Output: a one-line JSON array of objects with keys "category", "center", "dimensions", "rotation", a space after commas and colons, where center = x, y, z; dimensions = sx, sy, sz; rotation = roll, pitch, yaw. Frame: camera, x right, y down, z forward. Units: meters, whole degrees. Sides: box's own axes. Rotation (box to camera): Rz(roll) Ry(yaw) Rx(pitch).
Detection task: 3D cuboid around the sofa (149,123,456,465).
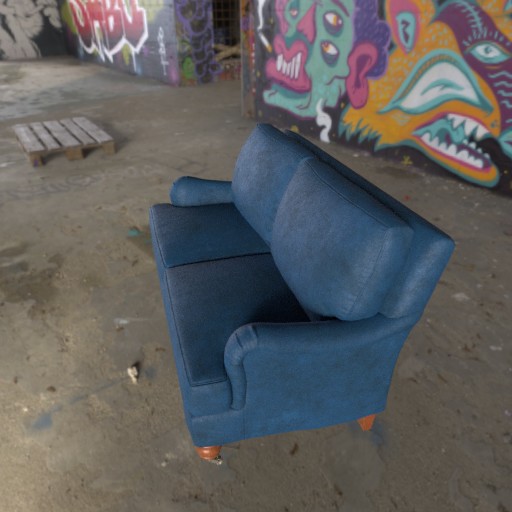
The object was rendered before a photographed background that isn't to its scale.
[{"category": "sofa", "center": [0.000, 0.000, 2.507], "dimensions": [1.084, 1.101, 1.853], "rotation": [-8, 31, -14]}]
